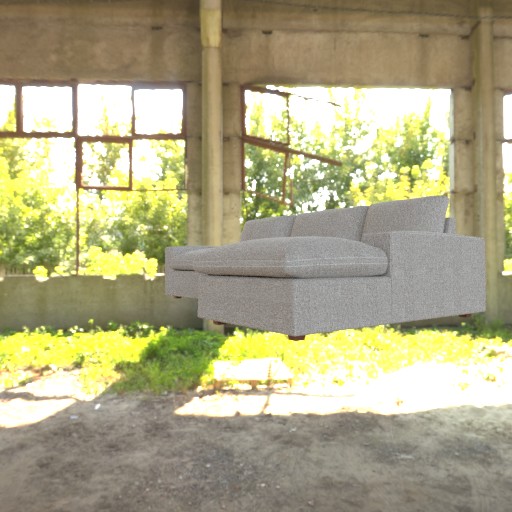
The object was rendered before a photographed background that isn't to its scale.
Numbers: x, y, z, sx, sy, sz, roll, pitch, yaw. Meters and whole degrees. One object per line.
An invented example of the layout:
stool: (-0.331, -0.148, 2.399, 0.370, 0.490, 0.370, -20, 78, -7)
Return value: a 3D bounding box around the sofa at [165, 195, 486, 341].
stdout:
sofa: (0.000, 0.000, 3.454, 1.689, 0.813, 2.718, 1, -1, -37)
